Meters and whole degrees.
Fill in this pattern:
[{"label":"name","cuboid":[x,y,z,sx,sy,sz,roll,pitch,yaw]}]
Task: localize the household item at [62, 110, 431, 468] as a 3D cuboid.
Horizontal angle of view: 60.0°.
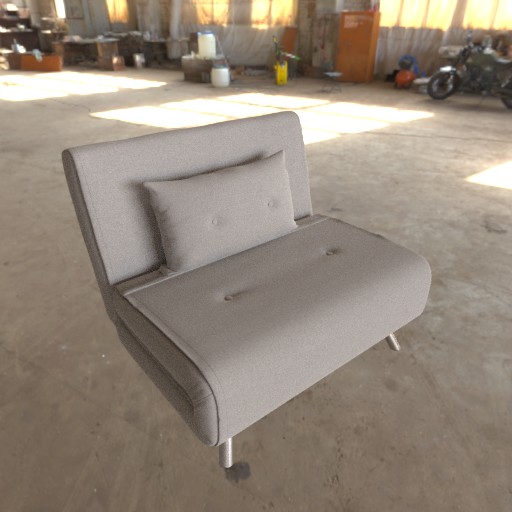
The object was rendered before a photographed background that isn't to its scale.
[{"label":"household item","cuboid":[0.000,0.000,1.612,1.000,0.800,0.874,-21,36,-33]}]
